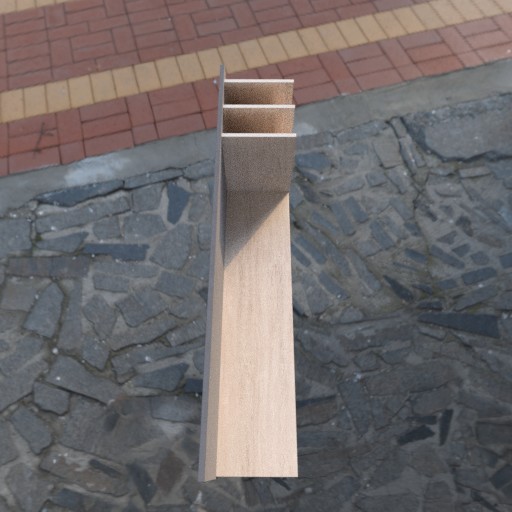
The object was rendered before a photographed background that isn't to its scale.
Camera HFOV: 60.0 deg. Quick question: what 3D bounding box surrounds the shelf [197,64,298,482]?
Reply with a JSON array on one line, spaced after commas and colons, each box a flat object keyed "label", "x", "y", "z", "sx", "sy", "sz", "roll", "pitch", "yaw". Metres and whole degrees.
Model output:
[{"label": "shelf", "x": 0.000, "y": 0.000, "z": 1.128, "sx": 0.200, "sy": 0.300, "sz": 1.020, "roll": 0, "pitch": 64, "yaw": 0}]
